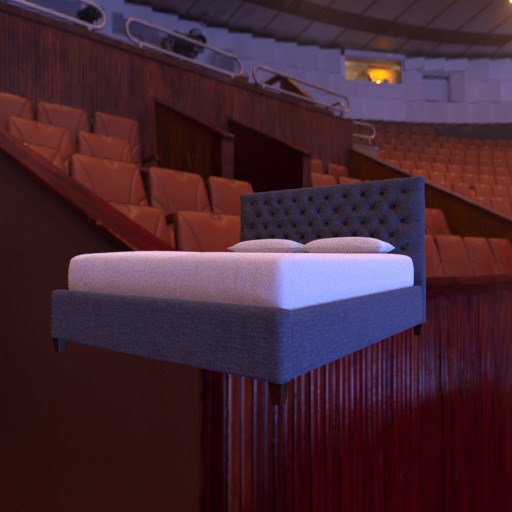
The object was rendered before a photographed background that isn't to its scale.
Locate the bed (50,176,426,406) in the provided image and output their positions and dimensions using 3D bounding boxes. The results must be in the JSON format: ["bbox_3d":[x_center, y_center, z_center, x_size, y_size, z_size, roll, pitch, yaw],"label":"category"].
[{"bbox_3d":[0.000,0.000,3.632,2.078,1.427,2.387,0,0,36],"label":"bed"}]
